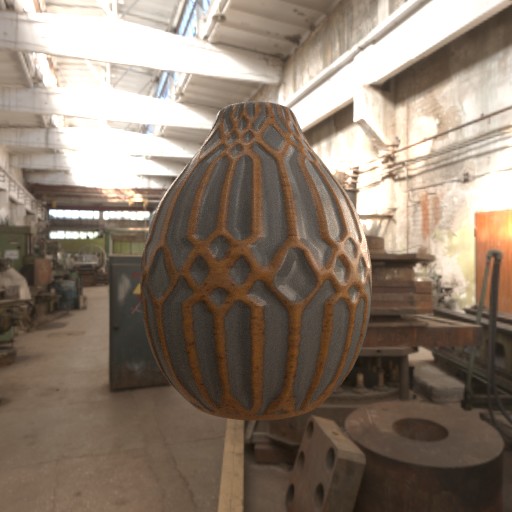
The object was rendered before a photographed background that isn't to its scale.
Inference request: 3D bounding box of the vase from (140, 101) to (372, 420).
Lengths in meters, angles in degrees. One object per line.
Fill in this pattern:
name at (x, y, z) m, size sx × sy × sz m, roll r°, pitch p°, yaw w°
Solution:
vase at (0.000, 0.000, 0.137) m, size 0.069 × 0.088 × 0.069 m, roll 0°, pitch 0°, yaw 0°
